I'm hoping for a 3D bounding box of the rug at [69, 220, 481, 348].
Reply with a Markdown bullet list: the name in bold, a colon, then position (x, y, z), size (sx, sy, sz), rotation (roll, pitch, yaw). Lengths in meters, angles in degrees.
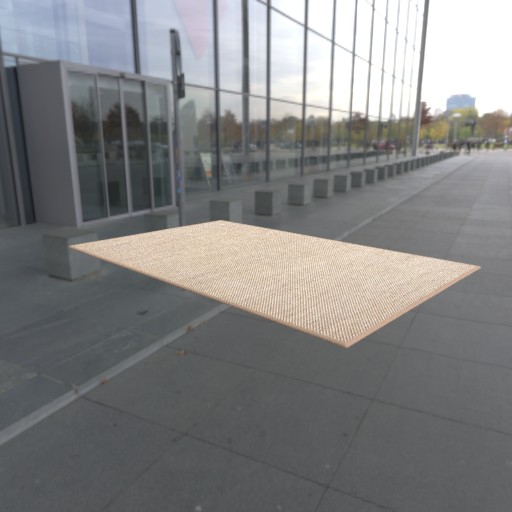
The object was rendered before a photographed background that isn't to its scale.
- **rug**: position (0.000, 0.000, 2.090), size (1.668, 0.012, 1.061), rotation (13, 20, 42)
